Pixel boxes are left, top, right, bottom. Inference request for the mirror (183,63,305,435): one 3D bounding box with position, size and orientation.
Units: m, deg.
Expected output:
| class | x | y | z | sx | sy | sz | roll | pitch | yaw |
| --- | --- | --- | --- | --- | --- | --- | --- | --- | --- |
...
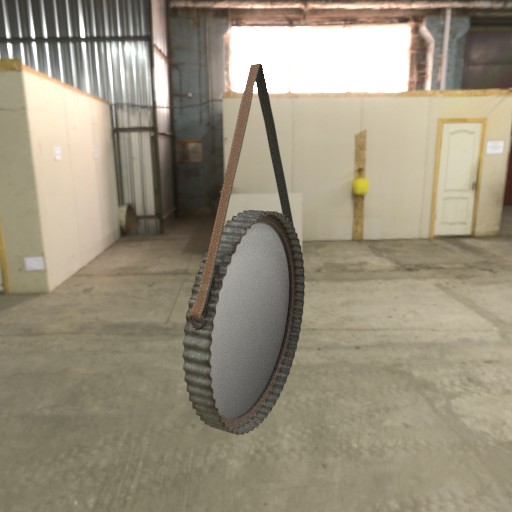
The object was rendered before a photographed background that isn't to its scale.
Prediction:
| class | x | y | z | sx | sy | sz | roll | pitch | yaw |
| --- | --- | --- | --- | --- | --- | --- | --- | --- | --- |
| mirror | 0.000 | 0.000 | 0.702 | 0.042 | 0.568 | 0.355 | 7 | 15 | 25 |
